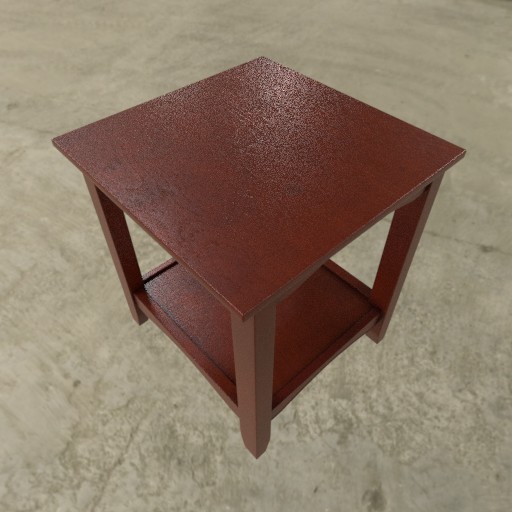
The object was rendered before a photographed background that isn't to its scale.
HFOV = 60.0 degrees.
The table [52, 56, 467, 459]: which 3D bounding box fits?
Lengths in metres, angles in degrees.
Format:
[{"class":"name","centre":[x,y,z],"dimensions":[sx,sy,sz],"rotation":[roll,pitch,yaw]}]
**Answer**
[{"class":"table","centre":[0.000,0.000,0.957],"dimensions":[0.522,0.558,0.523],"rotation":[-32,55,-26]}]
